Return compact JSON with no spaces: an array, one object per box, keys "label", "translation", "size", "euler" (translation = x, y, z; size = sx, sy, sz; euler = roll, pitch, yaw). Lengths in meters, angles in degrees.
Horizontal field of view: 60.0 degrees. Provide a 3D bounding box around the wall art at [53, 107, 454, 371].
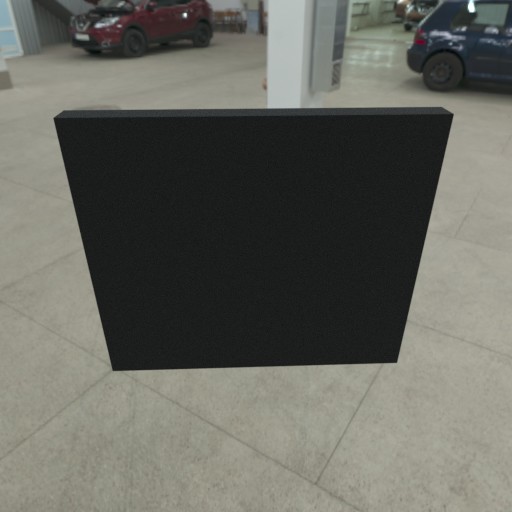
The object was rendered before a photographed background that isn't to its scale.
[{"label":"wall art","translation":[0.000,0.000,0.520],"size":[0.381,0.330,0.031],"euler":[-1,31,-2]}]
